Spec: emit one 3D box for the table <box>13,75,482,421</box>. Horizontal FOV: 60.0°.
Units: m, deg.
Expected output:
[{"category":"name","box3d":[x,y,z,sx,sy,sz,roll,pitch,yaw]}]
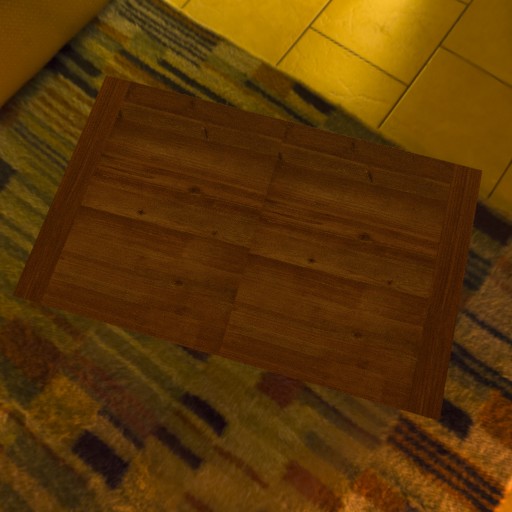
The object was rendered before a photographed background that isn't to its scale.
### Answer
[{"category":"table","box3d":[0.000,0.000,1.963,1.503,0.743,0.922,15,76,4]}]
